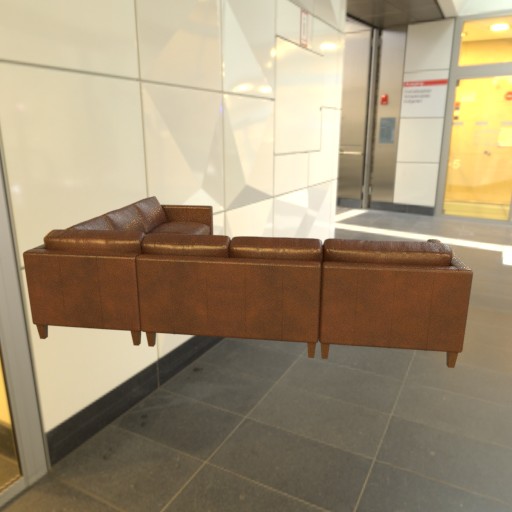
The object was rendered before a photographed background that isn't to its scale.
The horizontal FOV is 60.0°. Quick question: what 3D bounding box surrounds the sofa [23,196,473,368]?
[{"bbox_3d":[0.000,0.000,4.447,3.324,0.891,2.452,2,16,8],"label":"sofa"}]
